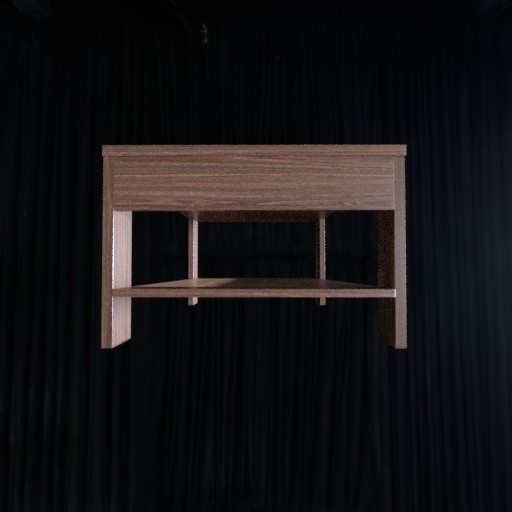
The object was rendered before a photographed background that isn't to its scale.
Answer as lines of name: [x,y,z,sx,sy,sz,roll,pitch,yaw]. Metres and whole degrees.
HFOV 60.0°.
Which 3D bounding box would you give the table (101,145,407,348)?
table: [0.000,0.000,1.468,0.600,0.400,1.200,0,-2,0]
